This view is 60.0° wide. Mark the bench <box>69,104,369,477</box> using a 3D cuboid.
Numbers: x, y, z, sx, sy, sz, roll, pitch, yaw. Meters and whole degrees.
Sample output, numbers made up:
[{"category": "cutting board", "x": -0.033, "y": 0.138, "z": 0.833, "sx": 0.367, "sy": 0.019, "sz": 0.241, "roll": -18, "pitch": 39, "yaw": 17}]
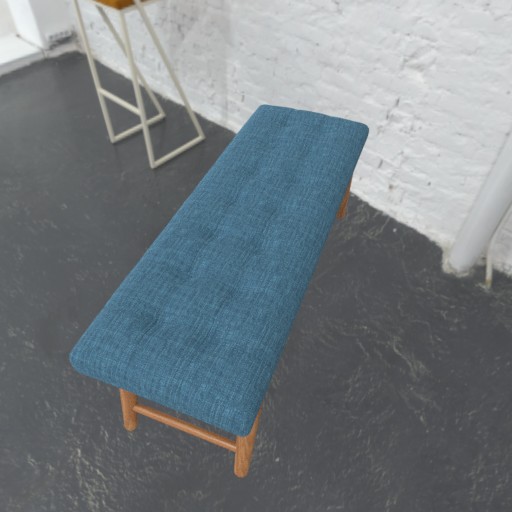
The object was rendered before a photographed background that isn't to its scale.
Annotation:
[{"category": "bench", "x": 0.000, "y": 0.000, "z": 1.337, "sx": 0.406, "sy": 0.432, "sz": 1.118, "roll": 16, "pitch": 49, "yaw": 14}]
